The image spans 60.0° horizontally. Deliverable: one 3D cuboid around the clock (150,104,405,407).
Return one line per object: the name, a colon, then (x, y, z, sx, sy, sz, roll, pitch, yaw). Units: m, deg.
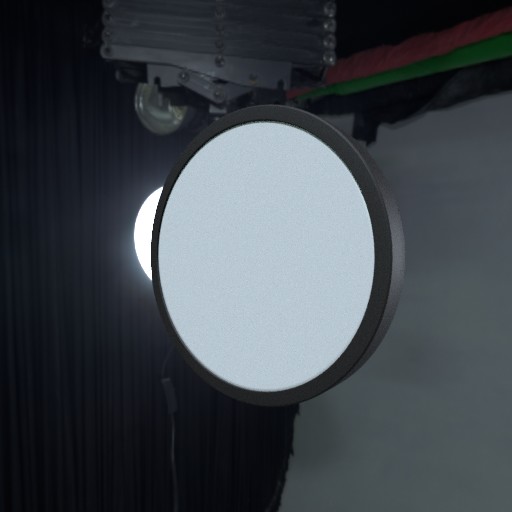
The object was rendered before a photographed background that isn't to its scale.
clock: (0.000, 0.000, 0.450, 0.293, 0.293, 0.040, 1, 1, 37)
